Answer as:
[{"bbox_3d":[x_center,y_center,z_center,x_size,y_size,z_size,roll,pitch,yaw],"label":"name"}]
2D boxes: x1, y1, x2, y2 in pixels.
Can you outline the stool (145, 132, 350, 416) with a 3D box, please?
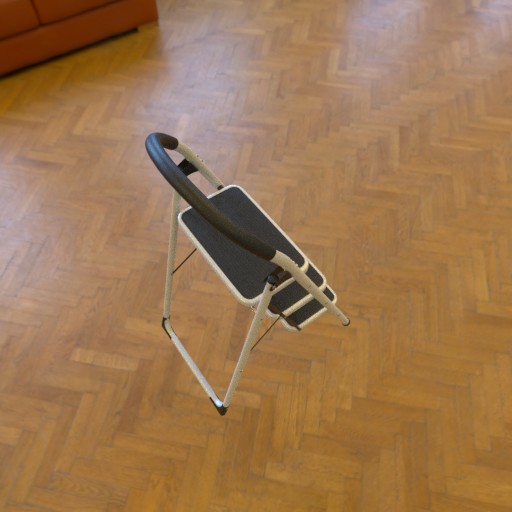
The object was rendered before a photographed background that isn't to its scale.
[{"bbox_3d":[0.000,0.000,1.465,0.676,1.109,0.485,-32,63,-18],"label":"stool"}]
